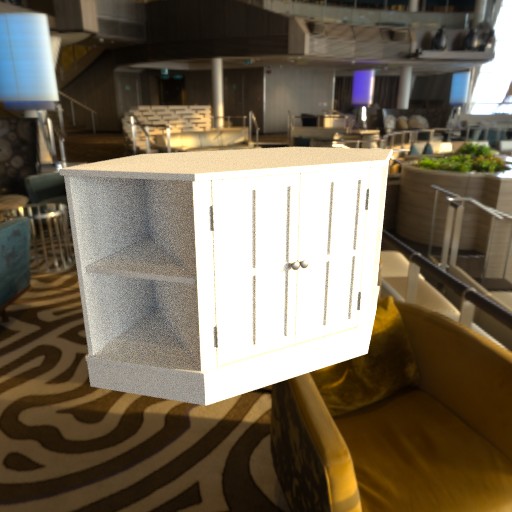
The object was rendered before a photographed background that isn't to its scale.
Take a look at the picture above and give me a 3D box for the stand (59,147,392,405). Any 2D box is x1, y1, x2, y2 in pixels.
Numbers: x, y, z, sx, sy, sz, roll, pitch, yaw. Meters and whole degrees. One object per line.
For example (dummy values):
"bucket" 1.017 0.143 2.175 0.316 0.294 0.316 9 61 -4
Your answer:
"stand" 0.000 0.000 1.400 1.072 0.614 0.477 -10 21 -26
